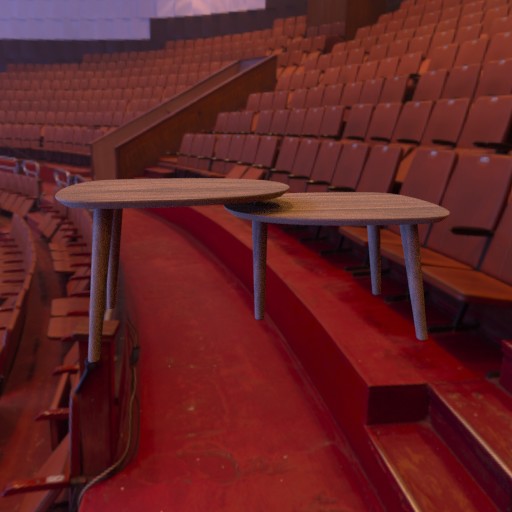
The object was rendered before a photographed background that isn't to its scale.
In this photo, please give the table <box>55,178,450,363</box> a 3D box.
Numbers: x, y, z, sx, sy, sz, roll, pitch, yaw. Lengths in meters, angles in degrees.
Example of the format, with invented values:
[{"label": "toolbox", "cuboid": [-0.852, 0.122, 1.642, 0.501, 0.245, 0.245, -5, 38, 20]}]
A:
[{"label": "table", "cuboid": [0.000, 0.000, 1.360, 1.084, 0.429, 0.527, -2, 15, -7]}]
